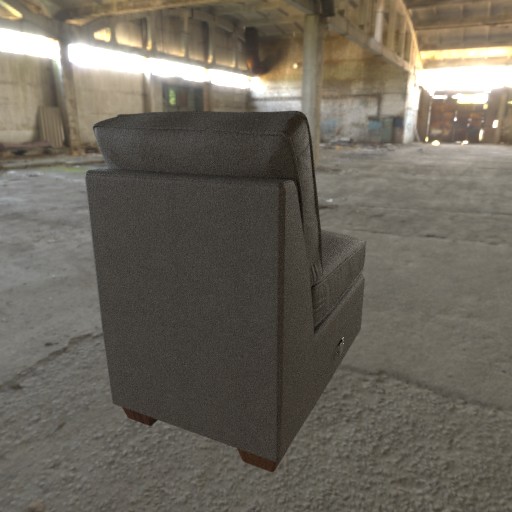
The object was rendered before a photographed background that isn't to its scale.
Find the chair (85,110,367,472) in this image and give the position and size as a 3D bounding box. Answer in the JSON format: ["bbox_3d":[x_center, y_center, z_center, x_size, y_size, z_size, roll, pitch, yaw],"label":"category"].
[{"bbox_3d":[0.000,0.000,1.584,0.621,0.970,0.938,8,18,25],"label":"chair"}]
